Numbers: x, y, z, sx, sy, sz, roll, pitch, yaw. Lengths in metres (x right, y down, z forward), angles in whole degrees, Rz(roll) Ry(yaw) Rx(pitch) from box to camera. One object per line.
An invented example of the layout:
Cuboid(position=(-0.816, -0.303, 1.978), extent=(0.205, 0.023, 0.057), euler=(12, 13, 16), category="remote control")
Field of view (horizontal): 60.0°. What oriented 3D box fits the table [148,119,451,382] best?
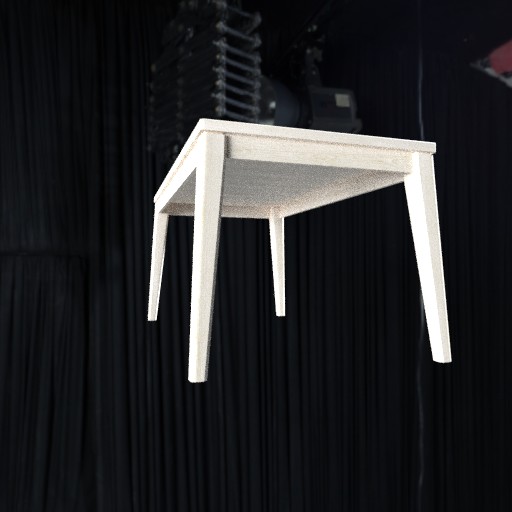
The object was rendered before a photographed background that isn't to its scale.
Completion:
Cuboid(position=(0.000, 0.000, 2.151), extent=(0.900, 0.760, 1.600), euler=(1, -2, -18), category="table")
